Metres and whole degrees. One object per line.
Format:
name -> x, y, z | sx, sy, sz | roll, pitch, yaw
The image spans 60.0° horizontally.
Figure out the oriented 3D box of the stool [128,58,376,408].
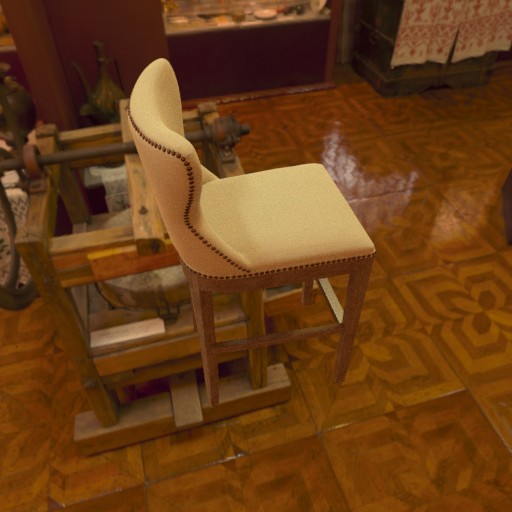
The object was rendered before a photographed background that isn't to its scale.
stool -> 0.000, 0.000, 1.430 | 0.606, 1.123, 0.494 | -10, 45, -10
